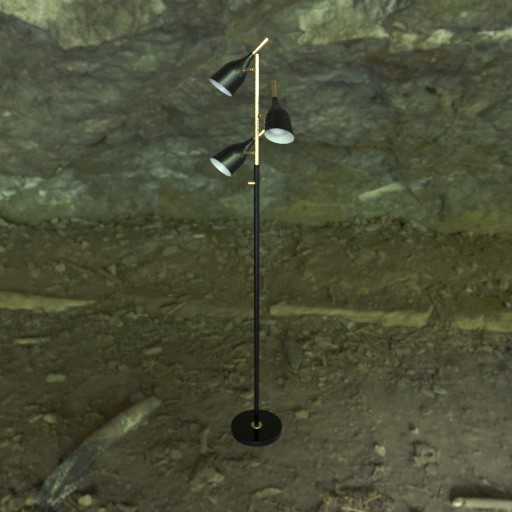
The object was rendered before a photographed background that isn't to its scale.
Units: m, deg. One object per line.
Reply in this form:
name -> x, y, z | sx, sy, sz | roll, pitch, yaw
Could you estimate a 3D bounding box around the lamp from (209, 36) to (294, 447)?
lamp -> 0.000, 0.000, 1.943 | 0.434, 1.778, 0.253 | 15, 22, 42
